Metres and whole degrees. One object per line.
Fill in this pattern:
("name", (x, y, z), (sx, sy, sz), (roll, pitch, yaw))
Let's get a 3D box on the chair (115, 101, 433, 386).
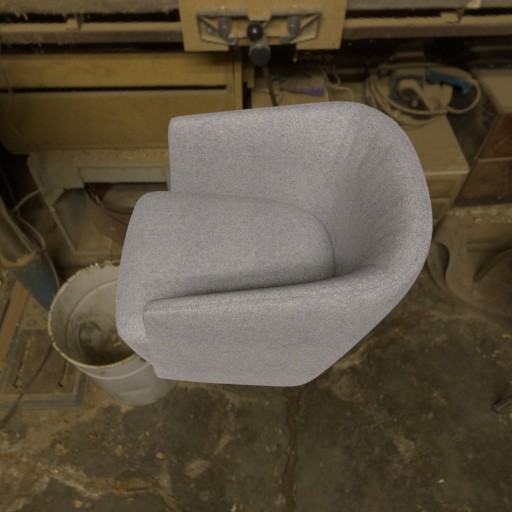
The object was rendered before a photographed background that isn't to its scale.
("chair", (0.000, 0.000, 1.633), (0.986, 0.861, 0.822), (-1, 56, 0))
